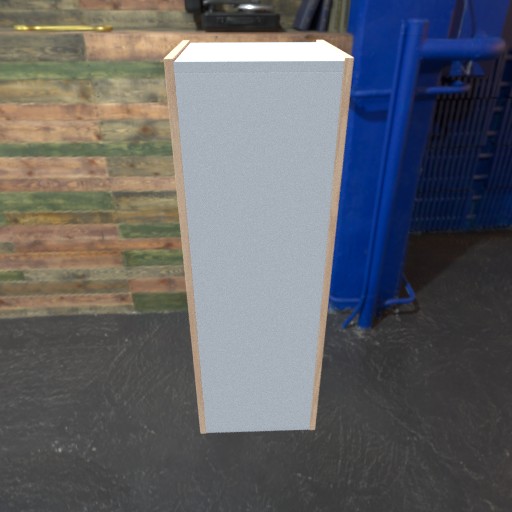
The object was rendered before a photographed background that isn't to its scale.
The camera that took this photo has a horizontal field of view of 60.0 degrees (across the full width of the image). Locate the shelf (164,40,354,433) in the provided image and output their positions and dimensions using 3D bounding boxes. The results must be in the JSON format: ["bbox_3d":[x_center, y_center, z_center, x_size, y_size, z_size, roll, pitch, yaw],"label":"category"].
[{"bbox_3d":[0.000,0.000,1.053,0.300,0.900,0.290,-1,31,-2],"label":"shelf"}]
